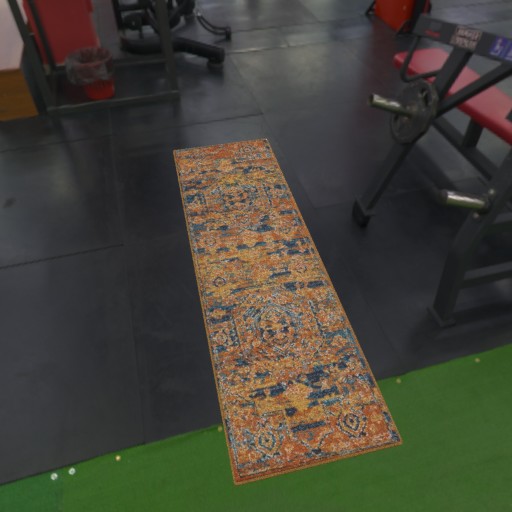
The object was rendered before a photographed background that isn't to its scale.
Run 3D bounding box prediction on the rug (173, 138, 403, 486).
[{"bbox_3d":[0.000,0.000,1.985,0.556,0.013,1.820,-10,48,-9],"label":"rug"}]
